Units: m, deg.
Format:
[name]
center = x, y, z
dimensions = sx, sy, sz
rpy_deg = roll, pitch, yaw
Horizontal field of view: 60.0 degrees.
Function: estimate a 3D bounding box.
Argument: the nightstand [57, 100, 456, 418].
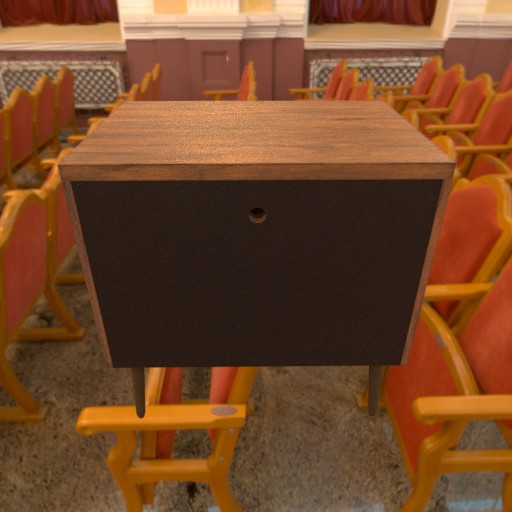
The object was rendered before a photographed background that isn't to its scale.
[nightstand]
center = 0.000, 0.000, 1.030
dimensions = 0.610, 0.610, 0.458
rpy_deg = 0, 31, -1
